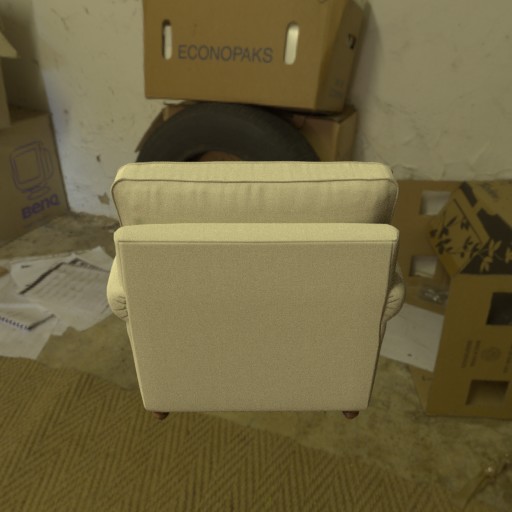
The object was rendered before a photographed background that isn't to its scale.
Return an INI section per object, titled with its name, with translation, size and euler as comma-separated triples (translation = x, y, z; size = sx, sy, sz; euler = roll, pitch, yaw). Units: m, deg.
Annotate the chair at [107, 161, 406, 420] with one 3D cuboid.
[chair]
translation = 0.000, 0.000, 1.827
size = 1.029, 0.967, 0.966
euler = 0, 29, 0
